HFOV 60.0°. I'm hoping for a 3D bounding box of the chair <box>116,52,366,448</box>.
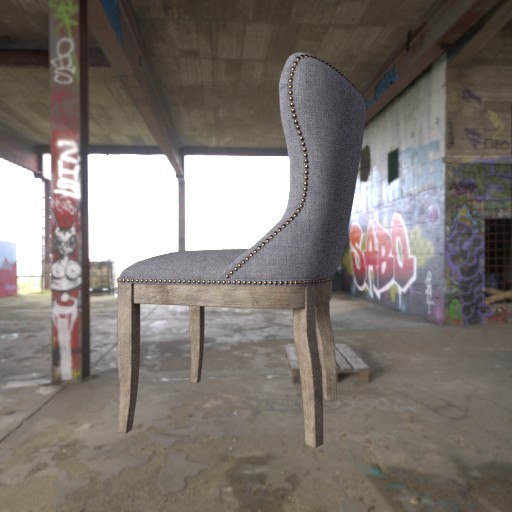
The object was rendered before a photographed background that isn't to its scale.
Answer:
[{"bbox_3d":[0.000,0.000,1.420,0.681,1.002,0.654,0,0,16],"label":"chair"}]
